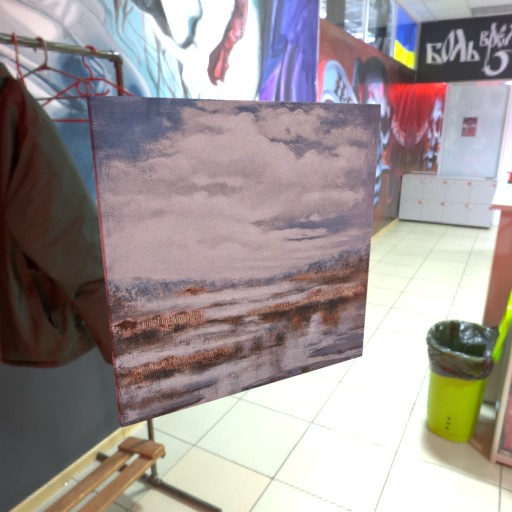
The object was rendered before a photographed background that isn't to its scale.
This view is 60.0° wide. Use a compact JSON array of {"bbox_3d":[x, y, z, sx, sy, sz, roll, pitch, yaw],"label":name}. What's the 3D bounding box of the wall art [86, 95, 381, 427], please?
[{"bbox_3d":[0.000,0.000,1.541,1.010,1.020,0.040,-8,18,-27],"label":"wall art"}]
